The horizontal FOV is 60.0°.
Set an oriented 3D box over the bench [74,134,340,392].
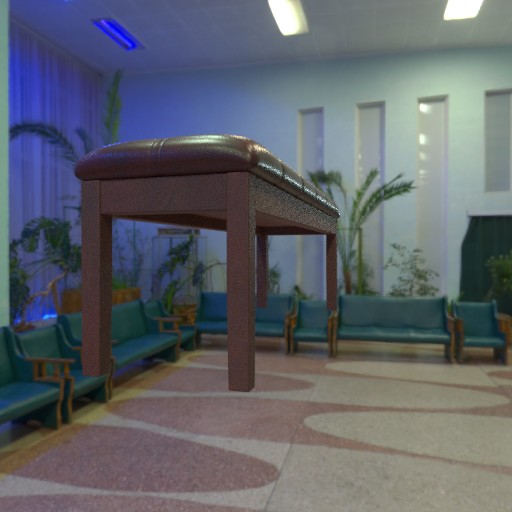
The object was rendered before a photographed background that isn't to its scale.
[{"bbox_3d":[0.000,0.000,1.448,0.401,0.491,1.259,0,1,18],"label":"bench"}]
